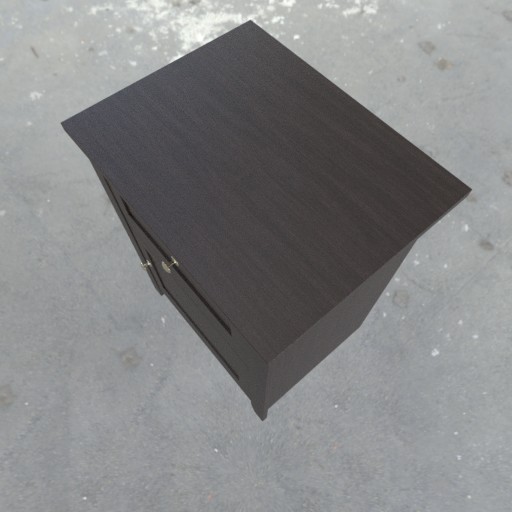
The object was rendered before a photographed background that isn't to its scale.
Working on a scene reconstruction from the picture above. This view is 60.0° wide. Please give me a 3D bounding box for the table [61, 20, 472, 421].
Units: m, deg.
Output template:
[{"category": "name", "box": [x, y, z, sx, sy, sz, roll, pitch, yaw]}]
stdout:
[{"category": "table", "box": [0.000, 0.000, 0.924, 0.381, 0.635, 0.480, -37, 68, -17]}]
